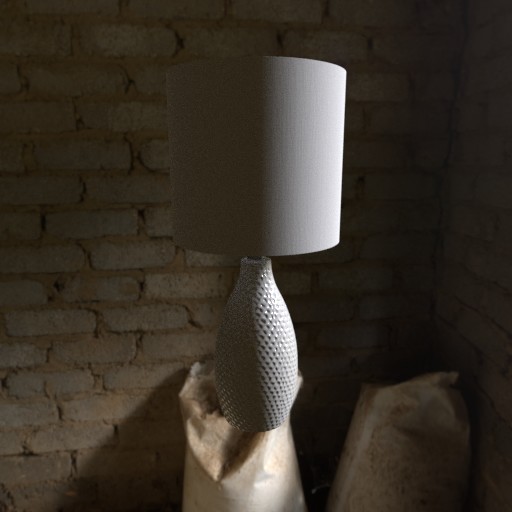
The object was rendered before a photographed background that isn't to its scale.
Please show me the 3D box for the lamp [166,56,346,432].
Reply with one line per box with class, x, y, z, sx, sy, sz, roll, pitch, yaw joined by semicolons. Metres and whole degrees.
lamp;0.000;0.000;0.587;0.214;0.466;0.214;12;18;43
